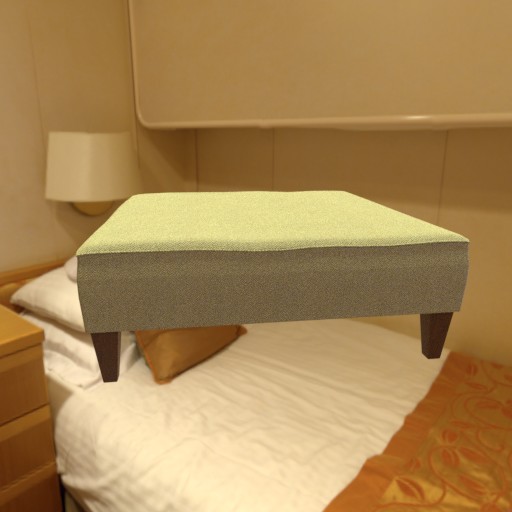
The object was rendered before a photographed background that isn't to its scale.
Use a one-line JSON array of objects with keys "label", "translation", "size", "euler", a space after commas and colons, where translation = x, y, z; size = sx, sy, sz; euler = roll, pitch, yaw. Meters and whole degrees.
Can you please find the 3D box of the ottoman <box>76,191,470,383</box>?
[{"label": "ottoman", "translation": [0.000, 0.000, 1.568], "size": [0.968, 0.379, 1.004], "euler": [-2, 15, -8]}]
